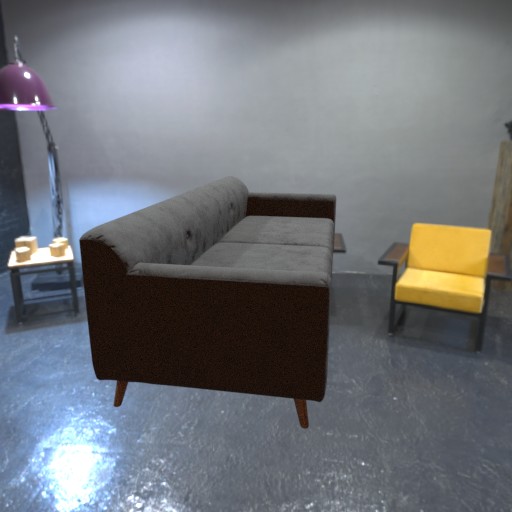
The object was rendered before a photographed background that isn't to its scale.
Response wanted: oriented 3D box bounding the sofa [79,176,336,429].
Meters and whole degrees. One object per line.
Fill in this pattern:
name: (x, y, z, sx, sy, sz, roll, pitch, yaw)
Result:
sofa: (0.000, 0.000, 2.615, 0.900, 0.740, 2.190, 3, 16, 10)
